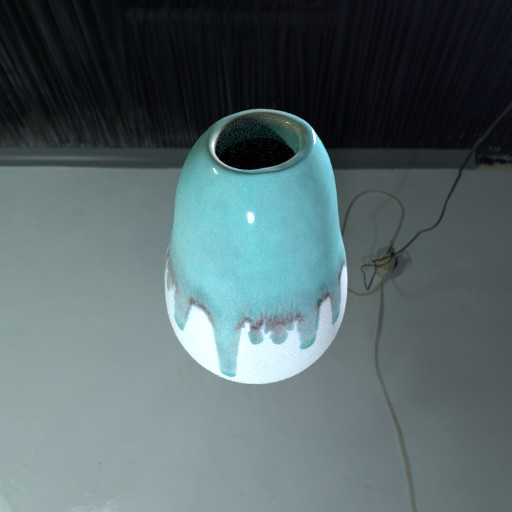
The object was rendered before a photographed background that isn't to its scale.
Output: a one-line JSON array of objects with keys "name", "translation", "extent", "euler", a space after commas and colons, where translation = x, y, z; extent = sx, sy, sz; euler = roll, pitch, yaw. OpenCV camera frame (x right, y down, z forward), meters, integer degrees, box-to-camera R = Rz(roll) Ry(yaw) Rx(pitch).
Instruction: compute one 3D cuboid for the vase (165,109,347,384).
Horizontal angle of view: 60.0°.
[{"name": "vase", "translation": [0.000, 0.000, 0.255], "extent": [0.116, 0.179, 0.116], "euler": [0, 57, 0]}]
